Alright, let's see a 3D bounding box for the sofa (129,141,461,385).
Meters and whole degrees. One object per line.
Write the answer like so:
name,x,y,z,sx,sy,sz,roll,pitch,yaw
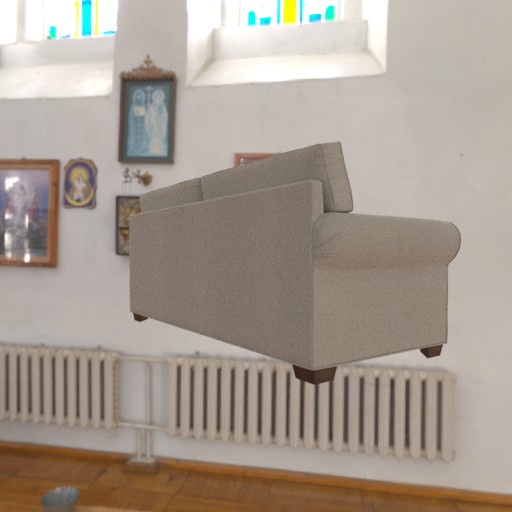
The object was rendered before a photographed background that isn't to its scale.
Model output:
sofa,0.000,0.000,2.717,0.901,0.962,2.146,0,1,-35
